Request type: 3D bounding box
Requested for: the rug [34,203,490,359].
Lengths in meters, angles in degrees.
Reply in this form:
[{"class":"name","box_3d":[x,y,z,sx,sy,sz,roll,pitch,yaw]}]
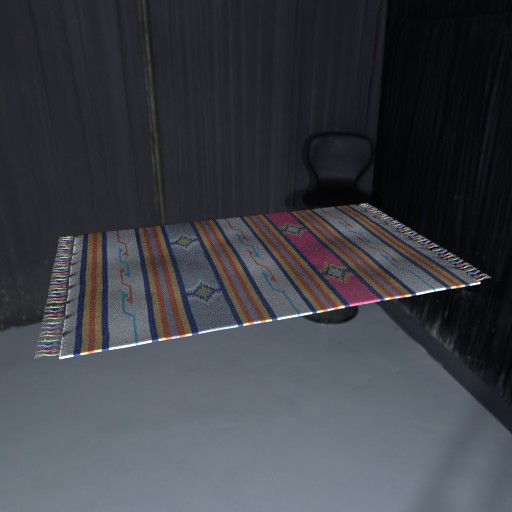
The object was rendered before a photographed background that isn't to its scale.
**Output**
[{"class":"rug","box_3d":[0.000,0.000,2.141,1.849,0.013,1.084,-8,27,-16]}]
